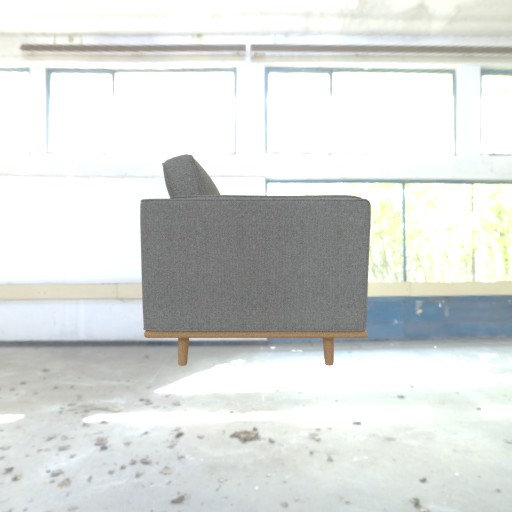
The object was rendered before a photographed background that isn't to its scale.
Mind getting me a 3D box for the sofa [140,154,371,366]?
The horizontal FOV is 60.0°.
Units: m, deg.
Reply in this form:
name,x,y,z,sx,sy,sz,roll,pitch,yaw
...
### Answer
name,x,y,z,sx,sy,sz,roll,pitch,yaw
sofa,0.000,0.000,2.815,0.903,0.899,2.362,0,0,0
